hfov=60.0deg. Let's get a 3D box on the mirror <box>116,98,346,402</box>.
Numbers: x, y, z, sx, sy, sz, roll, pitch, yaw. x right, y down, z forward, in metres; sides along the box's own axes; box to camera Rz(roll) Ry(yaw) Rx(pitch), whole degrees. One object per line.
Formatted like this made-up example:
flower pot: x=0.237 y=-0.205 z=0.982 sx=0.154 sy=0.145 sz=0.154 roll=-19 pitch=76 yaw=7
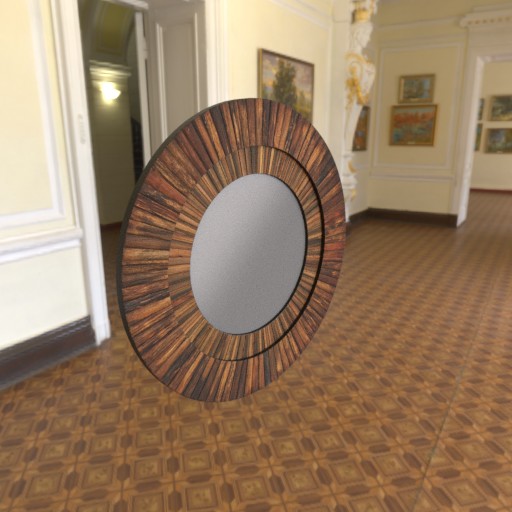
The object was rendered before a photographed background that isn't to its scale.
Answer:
mirror: x=0.000 y=0.000 z=1.603 sx=1.077 sy=1.077 sz=0.036 roll=-14 pitch=21 yaw=-43
